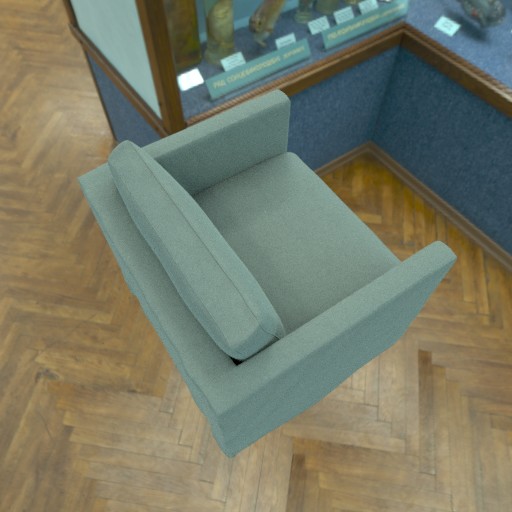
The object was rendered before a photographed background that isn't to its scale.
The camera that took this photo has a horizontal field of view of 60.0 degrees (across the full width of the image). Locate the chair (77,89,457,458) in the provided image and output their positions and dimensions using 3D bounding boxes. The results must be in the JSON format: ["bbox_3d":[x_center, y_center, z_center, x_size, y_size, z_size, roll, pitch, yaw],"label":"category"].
[{"bbox_3d":[0.000,0.000,1.758,0.949,0.863,1.057,-29,62,-17],"label":"chair"}]
